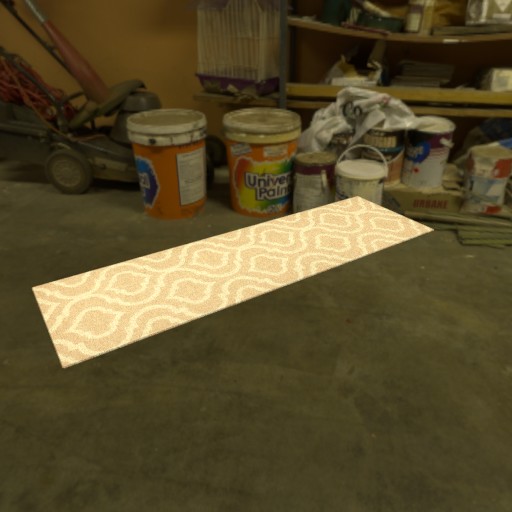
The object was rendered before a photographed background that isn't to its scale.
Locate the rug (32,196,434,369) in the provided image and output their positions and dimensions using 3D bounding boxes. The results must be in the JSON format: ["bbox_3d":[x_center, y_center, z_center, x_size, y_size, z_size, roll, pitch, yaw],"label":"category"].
[{"bbox_3d":[0.000,0.000,2.560,2.289,0.013,0.691,-18,34,-28],"label":"rug"}]
